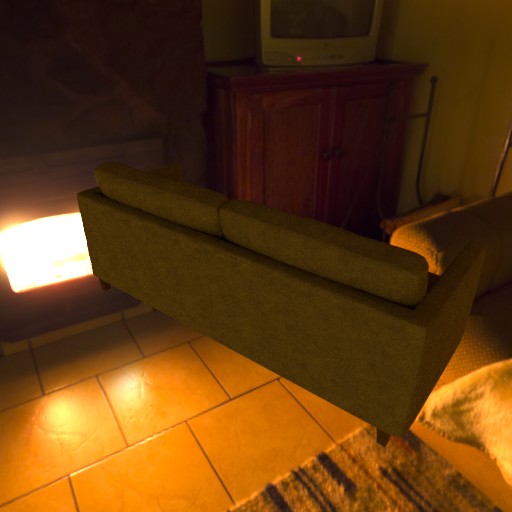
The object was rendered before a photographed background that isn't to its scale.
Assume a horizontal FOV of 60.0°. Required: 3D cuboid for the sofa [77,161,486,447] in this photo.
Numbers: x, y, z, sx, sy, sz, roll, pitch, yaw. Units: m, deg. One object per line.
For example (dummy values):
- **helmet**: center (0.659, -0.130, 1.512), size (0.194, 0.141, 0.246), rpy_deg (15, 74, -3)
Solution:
- **sofa**: center (0.000, 0.000, 2.810), size (2.434, 0.965, 0.951), rpy_deg (20, 34, 33)
